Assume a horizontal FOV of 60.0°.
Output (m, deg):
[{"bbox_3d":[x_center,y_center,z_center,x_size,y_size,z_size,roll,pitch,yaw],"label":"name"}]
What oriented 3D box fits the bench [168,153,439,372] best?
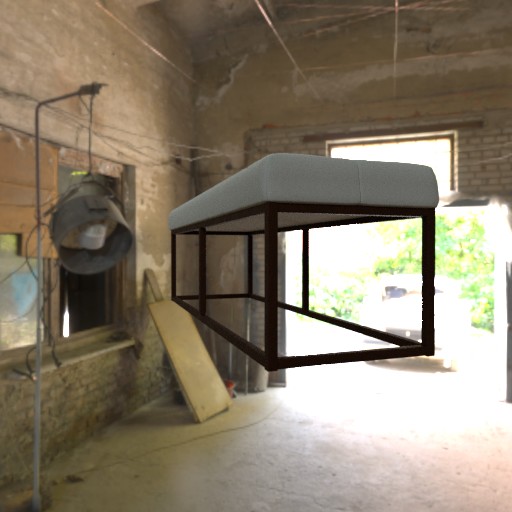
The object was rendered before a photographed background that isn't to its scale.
[{"bbox_3d":[0.000,0.000,1.729,0.479,0.488,1.488,0,1,-19],"label":"bench"}]
